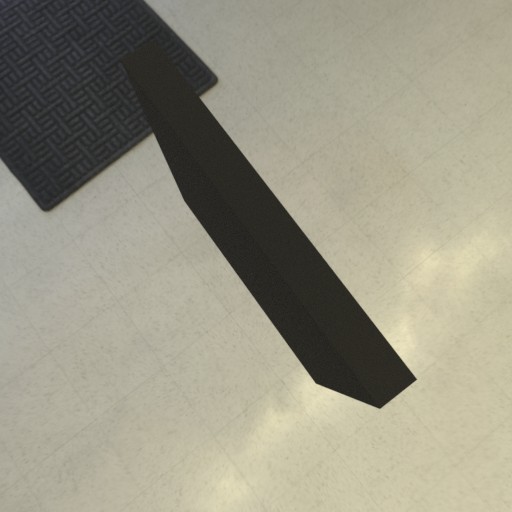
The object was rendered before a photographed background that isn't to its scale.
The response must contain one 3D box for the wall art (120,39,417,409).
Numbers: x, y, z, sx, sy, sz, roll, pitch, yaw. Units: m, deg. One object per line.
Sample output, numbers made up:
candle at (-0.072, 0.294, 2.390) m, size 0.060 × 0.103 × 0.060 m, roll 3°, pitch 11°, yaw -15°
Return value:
wall art at (0.000, 0.000, 0.455) m, size 0.030 × 0.305 × 0.308 m, roll -35°, pitch 79°, yaw -8°
